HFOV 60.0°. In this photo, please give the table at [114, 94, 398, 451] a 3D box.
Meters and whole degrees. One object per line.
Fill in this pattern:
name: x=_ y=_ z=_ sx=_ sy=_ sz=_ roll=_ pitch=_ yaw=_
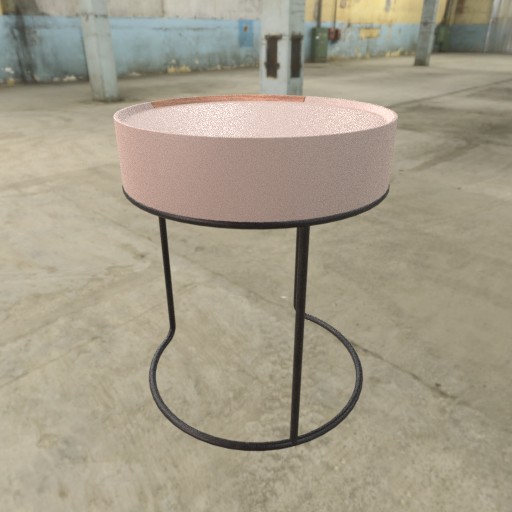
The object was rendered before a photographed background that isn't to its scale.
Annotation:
table: x=0.000 y=0.000 z=0.840 sx=0.450 sy=0.530 sz=0.450 roll=0 pitch=26 yaw=0
